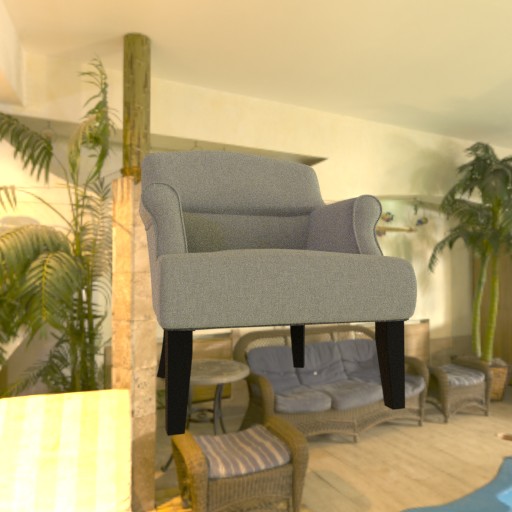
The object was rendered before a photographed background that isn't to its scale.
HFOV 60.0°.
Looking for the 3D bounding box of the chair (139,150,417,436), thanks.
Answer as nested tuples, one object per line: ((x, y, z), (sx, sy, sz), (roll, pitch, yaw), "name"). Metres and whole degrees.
((0.000, 0.000, 1.487), (0.772, 0.880, 0.755), (1, -2, -18), "chair")
